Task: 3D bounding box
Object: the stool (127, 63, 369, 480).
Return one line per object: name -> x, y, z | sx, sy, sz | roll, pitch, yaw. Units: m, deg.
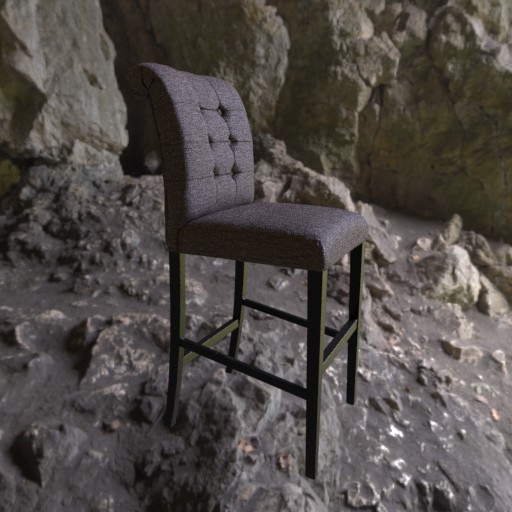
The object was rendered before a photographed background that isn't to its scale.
stool -> 0.000, 0.000, 1.415 | 0.613, 1.131, 0.452 | 7, 16, 26
